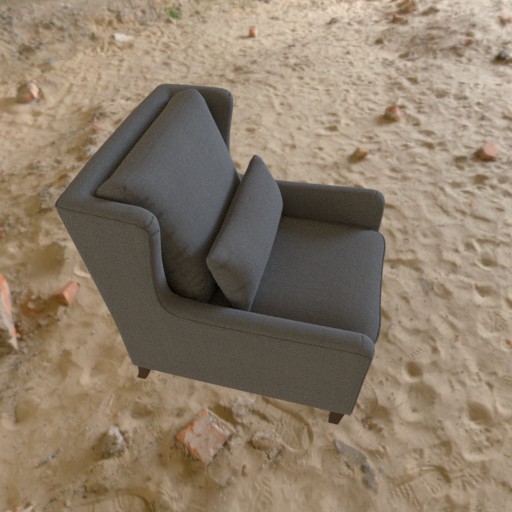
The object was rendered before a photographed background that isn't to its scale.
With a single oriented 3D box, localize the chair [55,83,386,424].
[{"bbox_3d":[0.000,0.000,1.816,1.040,1.056,0.866,10,47,10],"label":"chair"}]
